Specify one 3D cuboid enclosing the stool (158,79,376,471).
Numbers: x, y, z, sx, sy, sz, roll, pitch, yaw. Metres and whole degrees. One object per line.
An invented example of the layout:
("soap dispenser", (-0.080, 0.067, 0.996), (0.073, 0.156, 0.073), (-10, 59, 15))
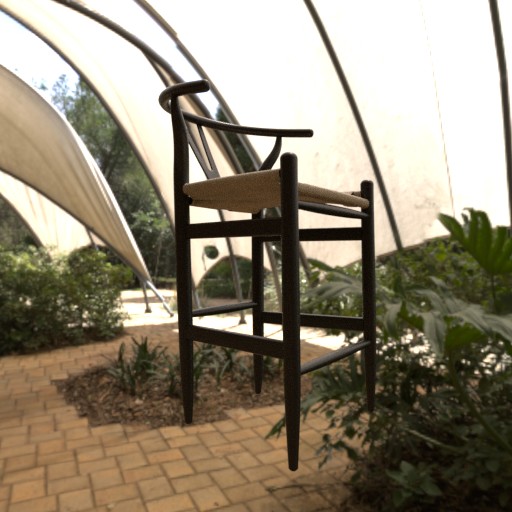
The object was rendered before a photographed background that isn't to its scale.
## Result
("stool", (0.000, 0.000, 1.352), (0.579, 0.970, 0.569), (0, 0, 36))
